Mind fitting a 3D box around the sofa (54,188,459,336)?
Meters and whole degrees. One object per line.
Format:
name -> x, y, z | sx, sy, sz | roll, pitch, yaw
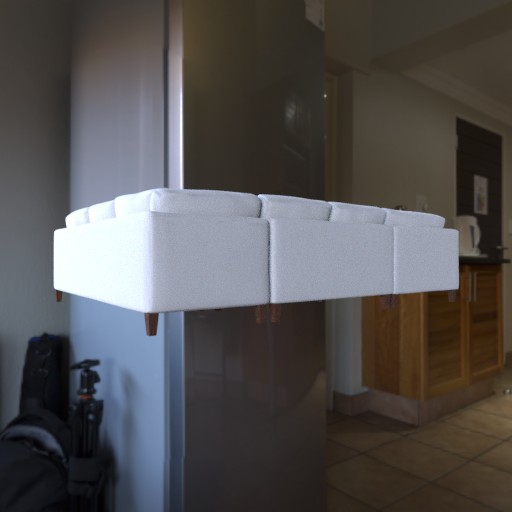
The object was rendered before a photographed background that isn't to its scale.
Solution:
sofa -> 0.000, 0.000, 4.646 | 3.459, 0.956, 2.593 | 0, 0, -36
